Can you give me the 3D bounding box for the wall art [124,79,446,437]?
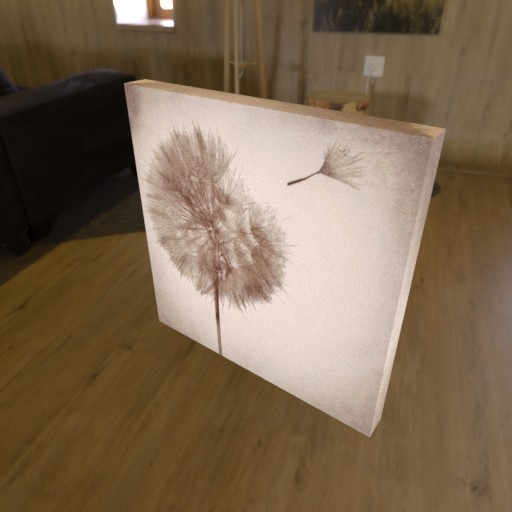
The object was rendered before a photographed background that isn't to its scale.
[{"bbox_3d":[0.000,0.000,0.450,0.303,0.303,0.028,21,38,30],"label":"wall art"}]
